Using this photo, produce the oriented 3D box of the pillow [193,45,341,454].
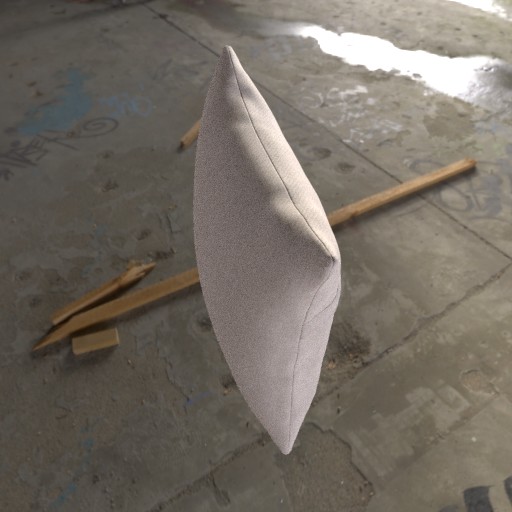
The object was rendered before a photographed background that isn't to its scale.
[{"bbox_3d":[0.000,0.000,0.653,0.173,0.436,0.433,-10,48,-9],"label":"pillow"}]
